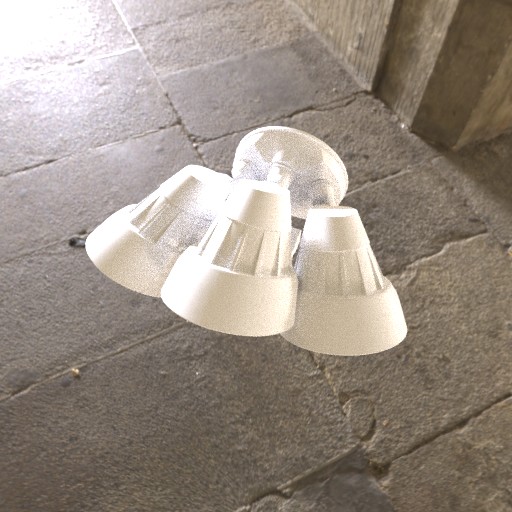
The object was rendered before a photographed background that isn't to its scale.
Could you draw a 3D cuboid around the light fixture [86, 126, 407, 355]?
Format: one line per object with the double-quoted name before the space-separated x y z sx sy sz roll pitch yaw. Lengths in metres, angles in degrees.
"light fixture" 0.000 0.000 0.543 0.369 0.237 0.278 17 60 10
